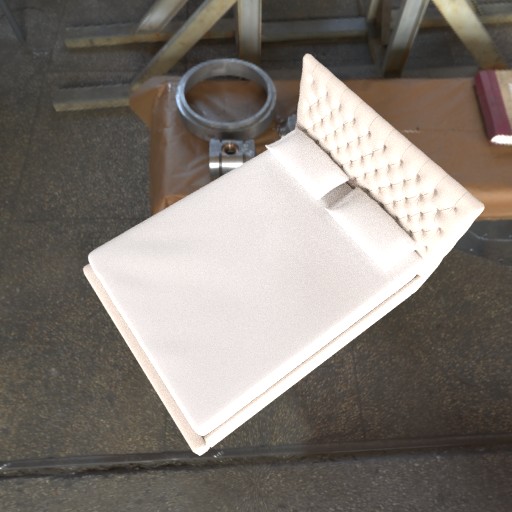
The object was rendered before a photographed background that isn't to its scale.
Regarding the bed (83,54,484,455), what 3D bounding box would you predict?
[{"bbox_3d":[0.000,0.000,3.289,2.233,1.426,1.696,-33,68,-16],"label":"bed"}]
